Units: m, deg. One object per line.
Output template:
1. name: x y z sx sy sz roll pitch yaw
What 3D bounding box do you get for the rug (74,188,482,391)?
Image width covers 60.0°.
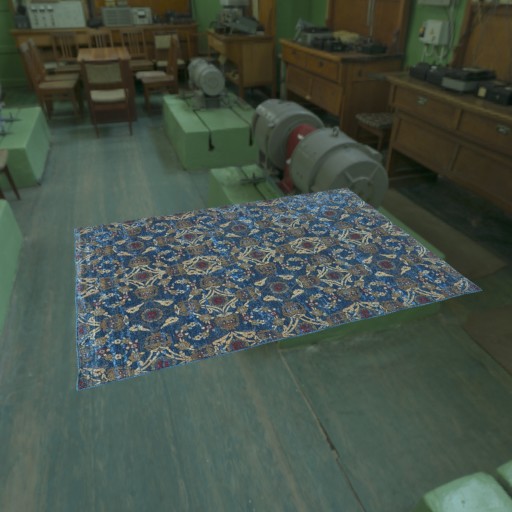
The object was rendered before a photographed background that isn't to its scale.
1. rug: 0.000 0.000 4.266 3.291 0.013 2.337 -11 34 -16
